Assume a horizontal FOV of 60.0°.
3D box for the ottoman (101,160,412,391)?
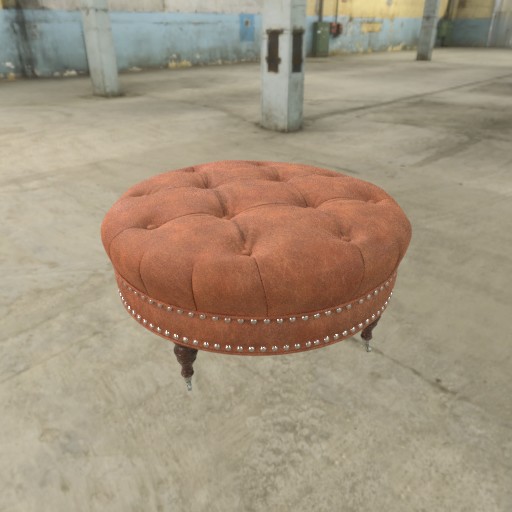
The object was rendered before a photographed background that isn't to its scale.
[{"bbox_3d":[0.000,0.000,1.394,0.901,0.444,0.901,0,27,0],"label":"ottoman"}]
